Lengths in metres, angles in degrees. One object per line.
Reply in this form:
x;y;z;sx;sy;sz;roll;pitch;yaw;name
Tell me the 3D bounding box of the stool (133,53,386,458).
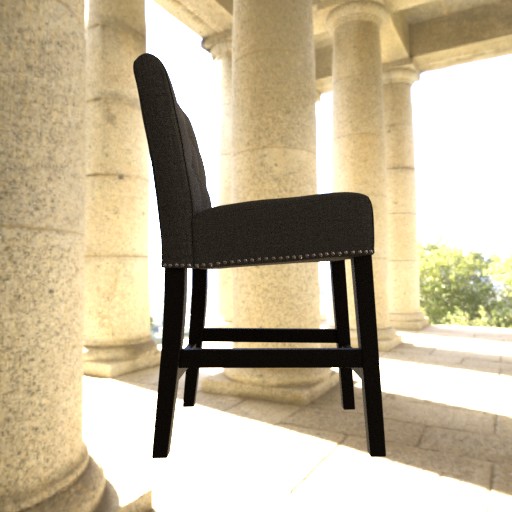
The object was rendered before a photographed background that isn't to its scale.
0.000;0.000;1.158;0.571;0.885;0.427;0;-2;1;stool
